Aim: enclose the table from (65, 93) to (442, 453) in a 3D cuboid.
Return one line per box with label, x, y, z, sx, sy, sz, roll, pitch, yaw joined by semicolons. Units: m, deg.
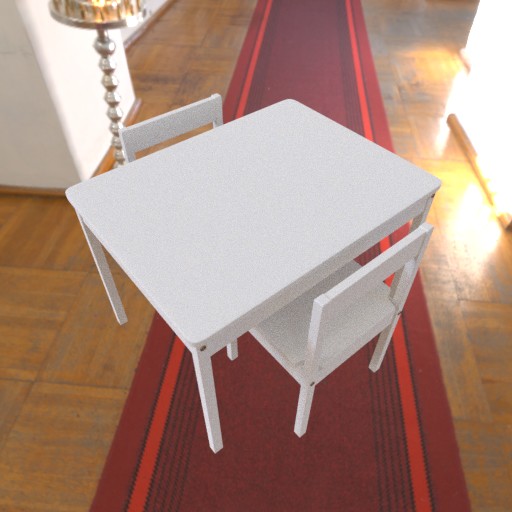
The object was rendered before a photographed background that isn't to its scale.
table;0.000;0.000;1.096;0.650;0.503;0.672;-31;53;-26
